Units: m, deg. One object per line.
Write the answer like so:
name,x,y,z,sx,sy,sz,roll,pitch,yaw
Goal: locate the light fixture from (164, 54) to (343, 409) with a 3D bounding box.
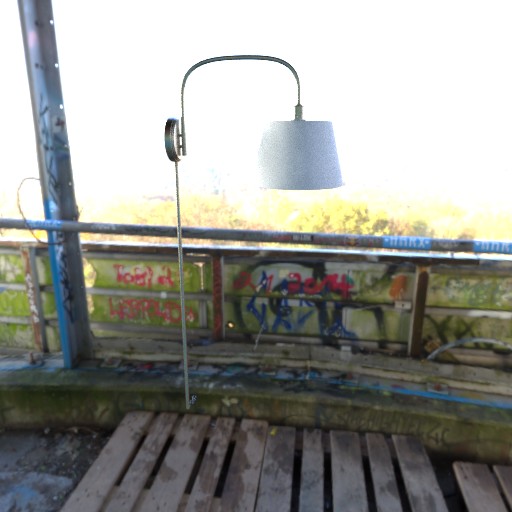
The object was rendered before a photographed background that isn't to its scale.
light fixture,0.000,0.000,0.477,0.176,0.399,0.092,3,16,9
